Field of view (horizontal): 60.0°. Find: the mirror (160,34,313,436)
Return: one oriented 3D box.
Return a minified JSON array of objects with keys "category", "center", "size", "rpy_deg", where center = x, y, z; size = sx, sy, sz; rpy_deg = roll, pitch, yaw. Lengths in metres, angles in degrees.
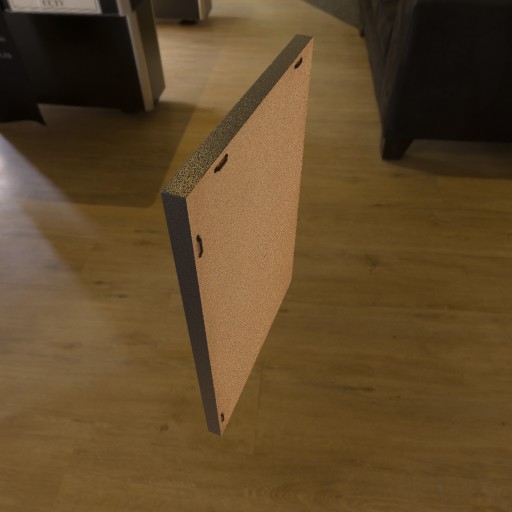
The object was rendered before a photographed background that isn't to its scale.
[{"category":"mirror","center":[0.000,0.000,0.932],"size":[0.039,0.710,0.507],"rpy_deg":[16,49,15]}]
